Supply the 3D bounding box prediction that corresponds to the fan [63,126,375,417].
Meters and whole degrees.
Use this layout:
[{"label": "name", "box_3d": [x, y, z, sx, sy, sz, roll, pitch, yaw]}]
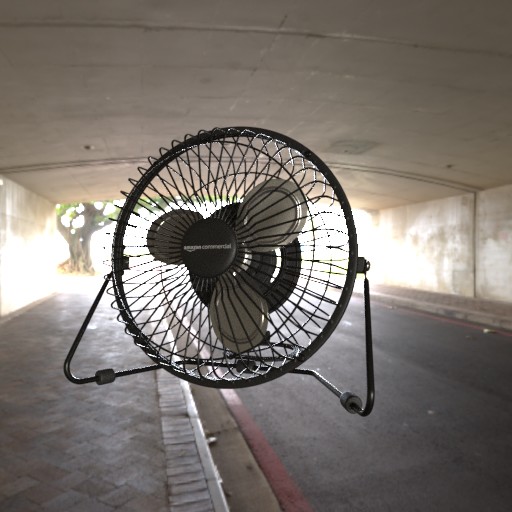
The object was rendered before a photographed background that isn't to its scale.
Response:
[{"label": "fan", "box_3d": [0.000, 0.000, 0.378, 0.209, 0.188, 0.227, 0, 0, 18]}]
